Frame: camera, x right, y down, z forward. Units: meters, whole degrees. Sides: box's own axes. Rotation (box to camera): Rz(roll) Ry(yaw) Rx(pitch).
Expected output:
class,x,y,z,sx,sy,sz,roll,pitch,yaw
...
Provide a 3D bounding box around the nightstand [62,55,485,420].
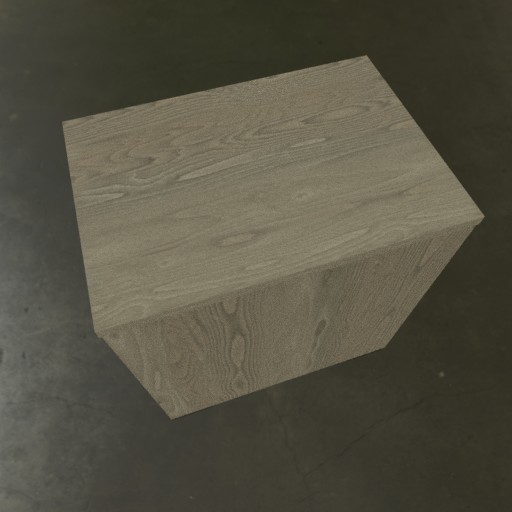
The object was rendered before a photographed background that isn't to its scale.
class,x,y,z,sx,sy,sz,roll,pitch,yaw
nightstand,0.000,0.000,0.747,0.442,0.461,0.325,-16,61,-9
